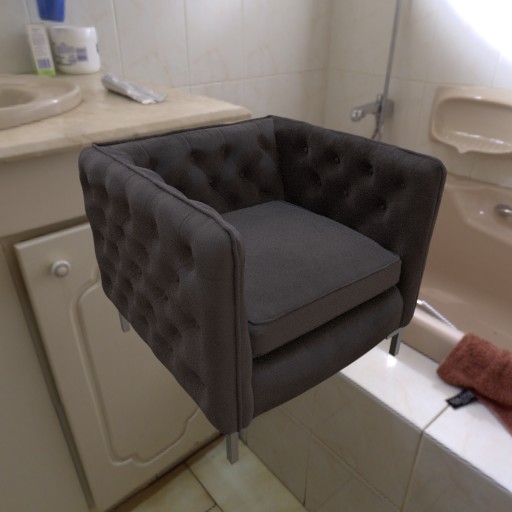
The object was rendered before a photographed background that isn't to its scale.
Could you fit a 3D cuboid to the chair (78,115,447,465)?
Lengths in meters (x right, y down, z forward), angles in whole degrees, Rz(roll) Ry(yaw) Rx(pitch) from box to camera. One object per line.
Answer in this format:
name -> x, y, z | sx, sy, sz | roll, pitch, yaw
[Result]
chair -> 0.000, 0.000, 1.655 | 0.946, 0.807, 0.913 | -21, 36, -32
